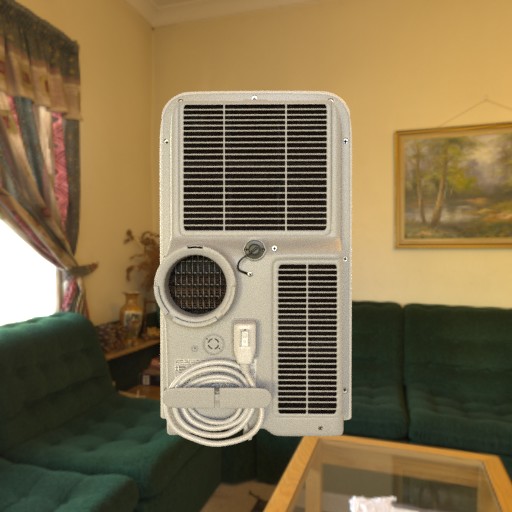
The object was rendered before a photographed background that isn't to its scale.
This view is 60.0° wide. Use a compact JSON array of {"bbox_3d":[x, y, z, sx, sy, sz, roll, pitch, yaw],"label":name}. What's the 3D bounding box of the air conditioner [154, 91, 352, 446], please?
[{"bbox_3d":[0.000,0.000,1.073,0.449,0.786,0.414,0,1,1],"label":"air conditioner"}]
